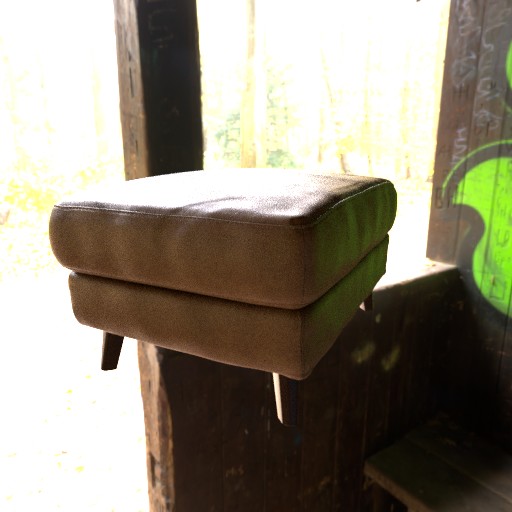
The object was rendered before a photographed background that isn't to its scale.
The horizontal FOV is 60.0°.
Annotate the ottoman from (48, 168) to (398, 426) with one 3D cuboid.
[{"bbox_3d":[0.000,0.000,1.216,0.630,0.461,0.869,7,16,26],"label":"ottoman"}]
